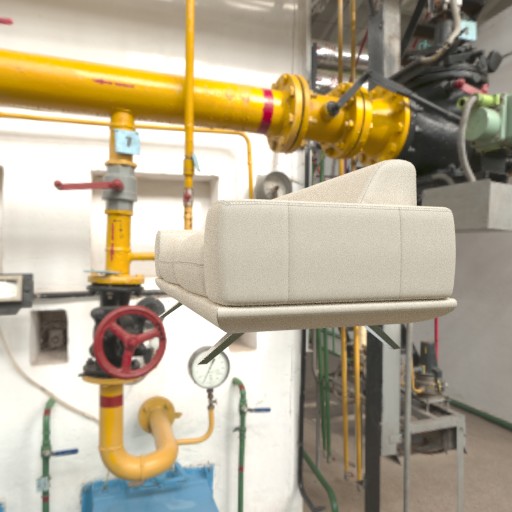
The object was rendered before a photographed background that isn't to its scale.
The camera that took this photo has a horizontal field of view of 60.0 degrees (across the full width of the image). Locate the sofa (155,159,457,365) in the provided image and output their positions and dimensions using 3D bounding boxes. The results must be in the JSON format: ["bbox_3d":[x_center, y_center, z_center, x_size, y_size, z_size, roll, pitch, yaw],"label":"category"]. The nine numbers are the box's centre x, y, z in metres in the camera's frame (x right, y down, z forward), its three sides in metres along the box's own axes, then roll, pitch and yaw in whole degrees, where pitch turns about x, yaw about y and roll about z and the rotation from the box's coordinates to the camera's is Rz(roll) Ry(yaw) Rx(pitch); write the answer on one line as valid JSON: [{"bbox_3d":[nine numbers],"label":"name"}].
[{"bbox_3d":[0.000,0.000,2.322,0.900,0.772,1.901,0,0,-18],"label":"sofa"}]
